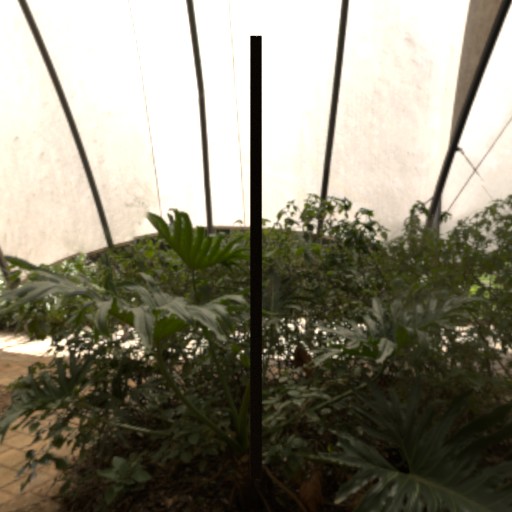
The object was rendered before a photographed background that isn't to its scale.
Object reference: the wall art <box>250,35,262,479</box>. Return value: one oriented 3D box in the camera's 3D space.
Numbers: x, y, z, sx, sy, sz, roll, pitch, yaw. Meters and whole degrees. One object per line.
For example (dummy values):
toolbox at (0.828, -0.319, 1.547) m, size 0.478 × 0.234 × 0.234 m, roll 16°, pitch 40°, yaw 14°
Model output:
wall art at (0.000, 0.000, 0.686) m, size 0.012 × 0.458 × 0.457 m, roll 0°, pitch 1°, yaw 0°
